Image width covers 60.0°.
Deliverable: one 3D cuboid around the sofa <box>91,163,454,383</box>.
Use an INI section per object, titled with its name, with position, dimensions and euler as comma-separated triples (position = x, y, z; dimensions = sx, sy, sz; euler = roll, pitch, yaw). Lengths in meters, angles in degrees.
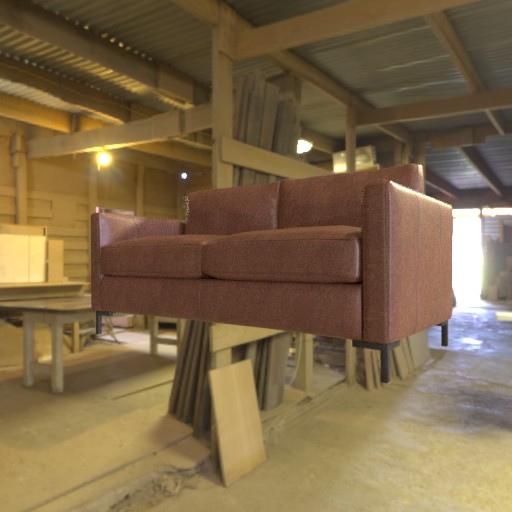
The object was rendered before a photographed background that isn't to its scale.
[sofa]
position = 0.000, 0.000, 2.335
dimensions = 1.797, 0.883, 0.899
euler = 0, -1, 36
